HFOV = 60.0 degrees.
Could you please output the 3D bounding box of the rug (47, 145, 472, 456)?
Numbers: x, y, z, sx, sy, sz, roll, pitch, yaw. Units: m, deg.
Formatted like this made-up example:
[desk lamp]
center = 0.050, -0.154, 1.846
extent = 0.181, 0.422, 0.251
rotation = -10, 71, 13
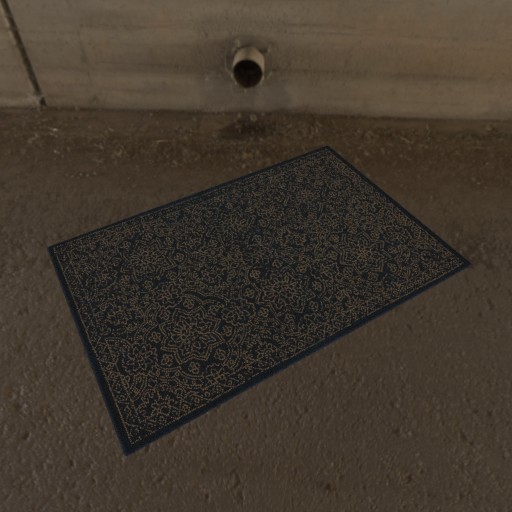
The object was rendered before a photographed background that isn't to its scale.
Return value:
[rug]
center = 0.000, 0.000, 2.280
extent = 1.829, 0.010, 1.219
rotation = -24, 52, -20
